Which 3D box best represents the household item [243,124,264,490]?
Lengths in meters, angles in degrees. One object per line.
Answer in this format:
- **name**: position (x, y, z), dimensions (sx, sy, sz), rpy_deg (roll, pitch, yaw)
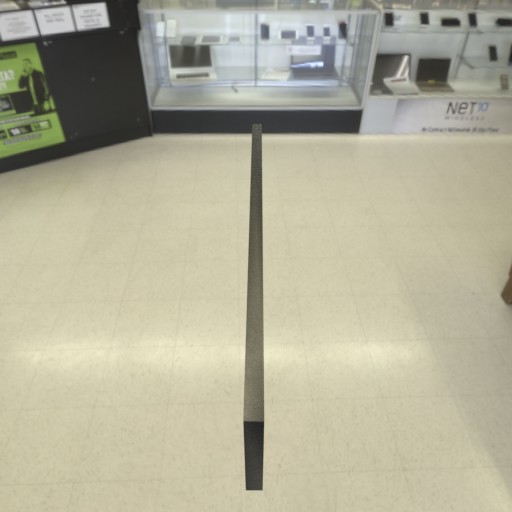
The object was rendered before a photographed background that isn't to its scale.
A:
- **household item**: position (0.000, 0.000, 1.088), dimensions (0.030, 0.236, 1.001), rpy_deg (0, 41, 0)
